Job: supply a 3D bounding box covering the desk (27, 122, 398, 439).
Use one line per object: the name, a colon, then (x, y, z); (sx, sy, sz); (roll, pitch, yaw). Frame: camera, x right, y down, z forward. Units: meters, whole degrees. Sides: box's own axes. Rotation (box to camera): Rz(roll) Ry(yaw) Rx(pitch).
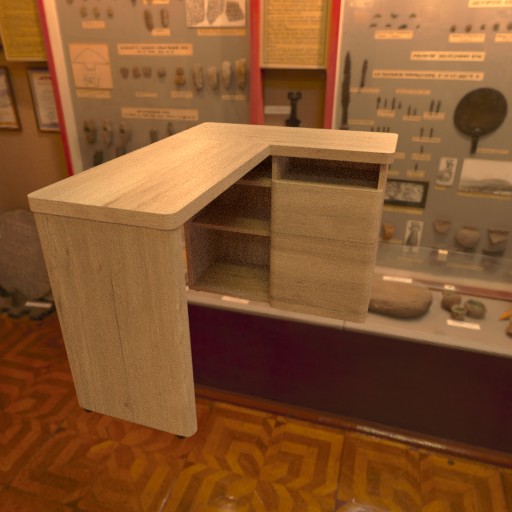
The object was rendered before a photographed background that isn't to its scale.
desk: (0.000, 0.000, 1.698); (0.900, 0.760, 1.169); (8, 28, 16)
